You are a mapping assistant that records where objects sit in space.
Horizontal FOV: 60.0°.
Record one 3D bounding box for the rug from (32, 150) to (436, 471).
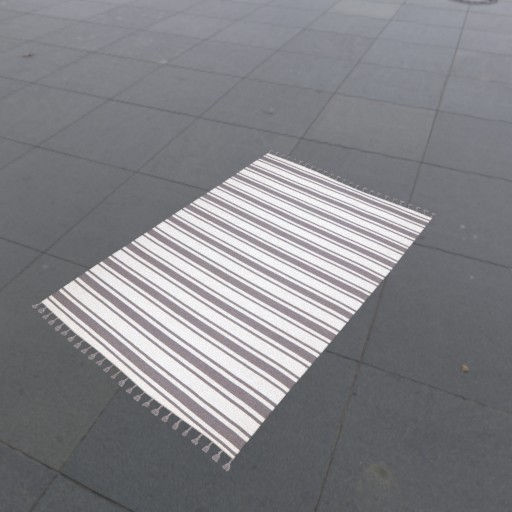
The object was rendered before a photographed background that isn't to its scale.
[{"bbox_3d":[0.000,0.000,3.006,1.563,0.014,2.425,28,50,27],"label":"rug"}]
